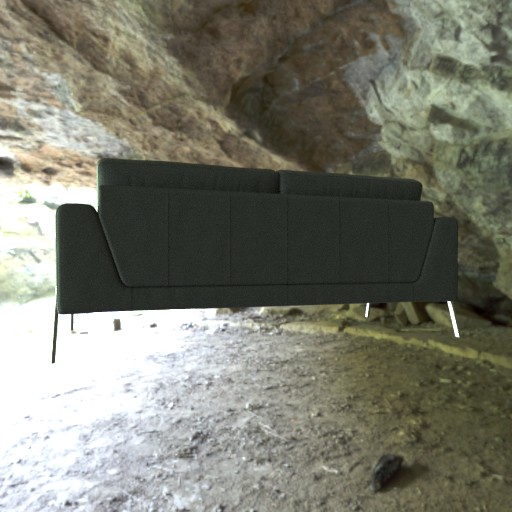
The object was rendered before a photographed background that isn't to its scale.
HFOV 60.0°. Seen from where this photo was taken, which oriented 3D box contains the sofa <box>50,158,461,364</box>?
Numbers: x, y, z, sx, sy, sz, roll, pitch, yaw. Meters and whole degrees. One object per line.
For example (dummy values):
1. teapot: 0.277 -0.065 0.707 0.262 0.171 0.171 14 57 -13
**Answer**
1. sofa: 0.000 0.000 2.515 2.017 0.875 0.953 0 -1 -18
